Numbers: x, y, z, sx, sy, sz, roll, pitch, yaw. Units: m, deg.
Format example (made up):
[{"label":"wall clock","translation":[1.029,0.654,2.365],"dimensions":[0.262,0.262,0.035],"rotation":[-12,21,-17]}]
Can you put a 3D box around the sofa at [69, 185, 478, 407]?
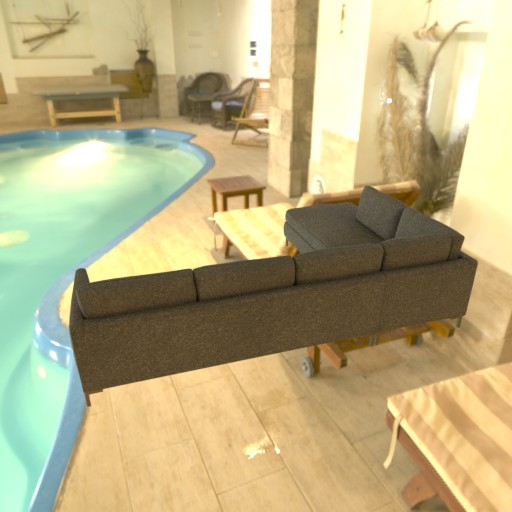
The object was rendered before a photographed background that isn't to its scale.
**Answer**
[{"label":"sofa","translation":[0.000,0.000,3.878],"dimensions":[2.949,0.815,2.007],"rotation":[-8,27,-16]}]
